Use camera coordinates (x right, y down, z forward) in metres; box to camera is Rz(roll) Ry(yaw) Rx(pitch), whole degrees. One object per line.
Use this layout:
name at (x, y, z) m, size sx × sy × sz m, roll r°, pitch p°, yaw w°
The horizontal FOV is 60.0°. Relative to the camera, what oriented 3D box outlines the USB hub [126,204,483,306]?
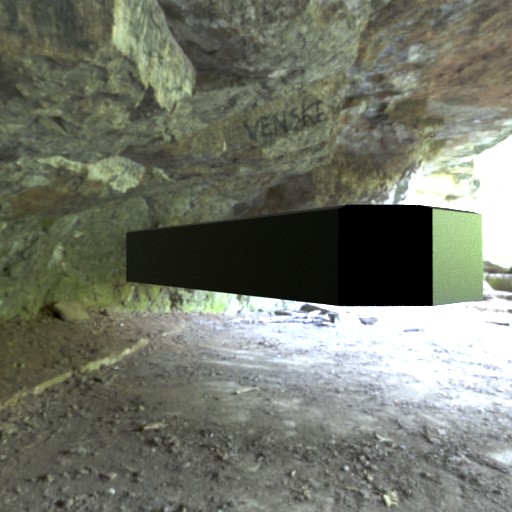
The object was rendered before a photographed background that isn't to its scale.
USB hub at (0.000, 0.000, 0.161) m, size 0.044 × 0.023 × 0.145 m, roll 0°, pitch 0°, yaw -37°
